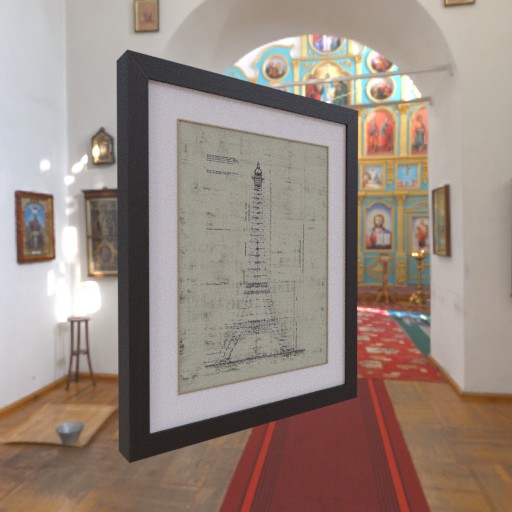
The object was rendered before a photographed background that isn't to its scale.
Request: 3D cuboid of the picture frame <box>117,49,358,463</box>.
[{"bbox_3d":[0.000,0.000,0.744,0.452,0.555,0.044,-1,1,-36],"label":"picture frame"}]
